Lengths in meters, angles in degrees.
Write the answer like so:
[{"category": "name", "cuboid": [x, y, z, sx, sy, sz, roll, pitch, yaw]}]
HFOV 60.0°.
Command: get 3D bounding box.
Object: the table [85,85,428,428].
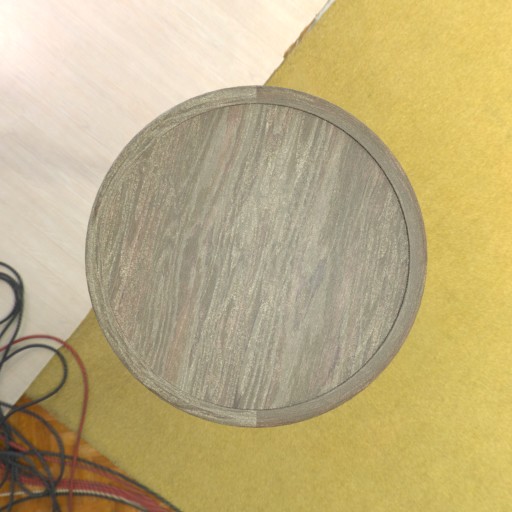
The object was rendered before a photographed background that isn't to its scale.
[{"category": "table", "cuboid": [0.000, 0.000, 1.000, 0.607, 0.450, 0.607, 0, 91, 0]}]
